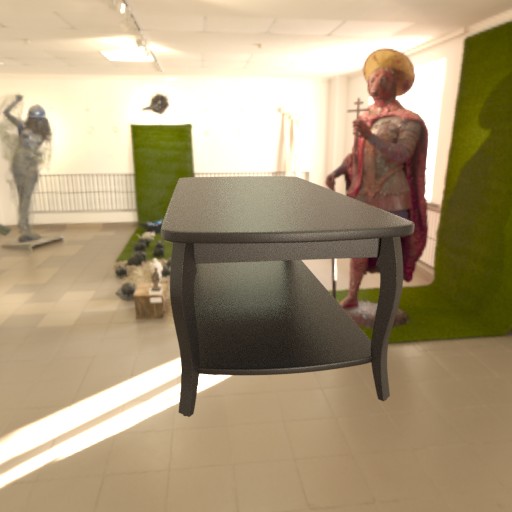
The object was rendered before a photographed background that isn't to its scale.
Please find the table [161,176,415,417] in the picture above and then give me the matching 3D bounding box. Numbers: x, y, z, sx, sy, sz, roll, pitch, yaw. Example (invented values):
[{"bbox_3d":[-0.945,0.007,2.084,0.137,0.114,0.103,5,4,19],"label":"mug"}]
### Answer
[{"bbox_3d":[0.000,0.000,1.600,0.571,0.457,1.333,-2,15,-7],"label":"table"}]
